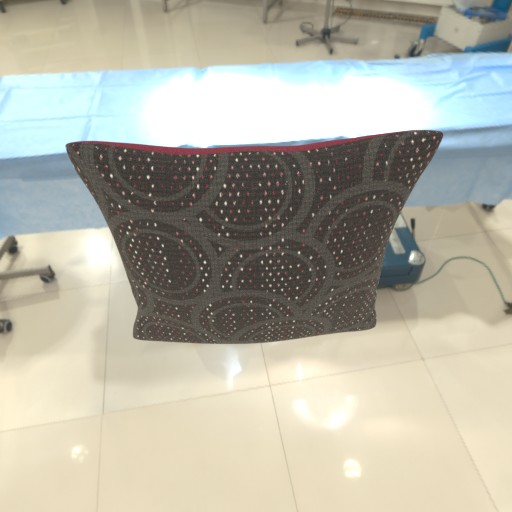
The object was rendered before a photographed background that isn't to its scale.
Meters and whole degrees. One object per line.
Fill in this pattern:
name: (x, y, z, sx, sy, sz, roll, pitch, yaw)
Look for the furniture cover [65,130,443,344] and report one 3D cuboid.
furniture cover: (0.000, 0.000, 0.825, 0.552, 0.509, 0.193, -2, 47, -2)
